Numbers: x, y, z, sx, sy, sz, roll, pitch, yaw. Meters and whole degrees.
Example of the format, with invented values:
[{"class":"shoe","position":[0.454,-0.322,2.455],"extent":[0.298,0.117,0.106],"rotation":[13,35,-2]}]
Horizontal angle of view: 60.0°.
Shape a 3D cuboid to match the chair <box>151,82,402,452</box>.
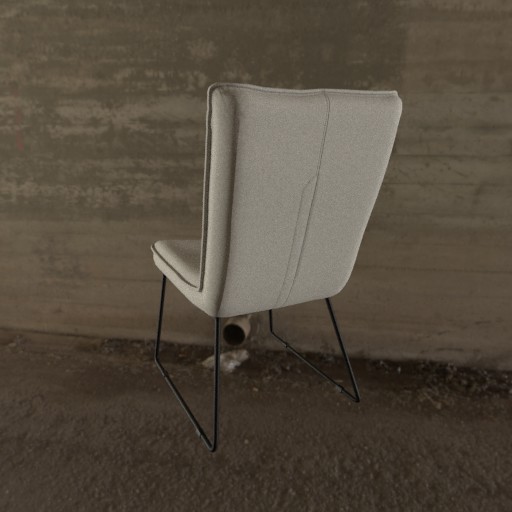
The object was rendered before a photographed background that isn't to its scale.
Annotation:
[{"class":"chair","position":[0.000,0.000,1.366],"extent":[0.515,0.930,0.688],"rotation":[-8,17,-26]}]
